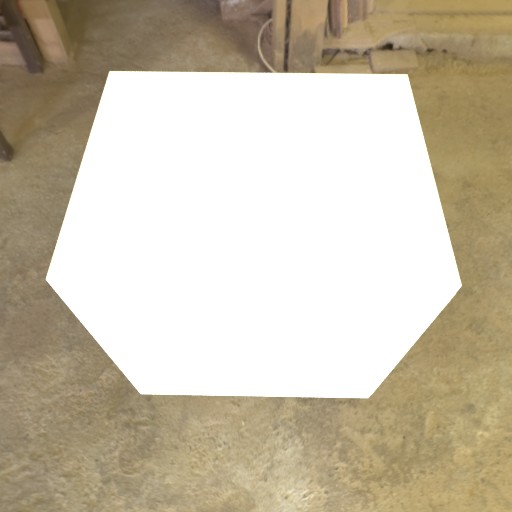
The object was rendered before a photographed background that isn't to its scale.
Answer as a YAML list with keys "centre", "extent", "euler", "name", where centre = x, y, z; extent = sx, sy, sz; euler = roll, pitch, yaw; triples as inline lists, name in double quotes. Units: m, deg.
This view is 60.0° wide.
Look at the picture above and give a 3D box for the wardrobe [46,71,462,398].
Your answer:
- centre: [0.000, 0.000, 0.857]
  extent: [0.500, 0.520, 0.400]
  euler: [1, 58, 1]
  name: "wardrobe"
